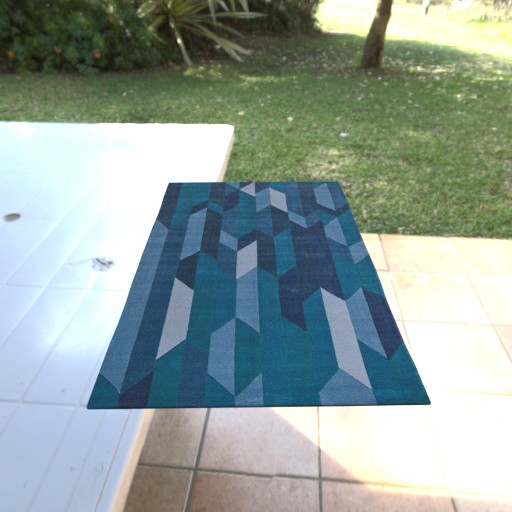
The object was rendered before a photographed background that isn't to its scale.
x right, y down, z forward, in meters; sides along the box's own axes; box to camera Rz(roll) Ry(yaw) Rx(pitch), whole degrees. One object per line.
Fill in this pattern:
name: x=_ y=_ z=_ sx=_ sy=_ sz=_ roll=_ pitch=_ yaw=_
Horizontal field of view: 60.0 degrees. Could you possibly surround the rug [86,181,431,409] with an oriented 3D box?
rug: x=0.000 y=0.000 z=2.956 sx=1.528 sy=0.005 sz=2.420 roll=0 pitch=33 yaw=-1
